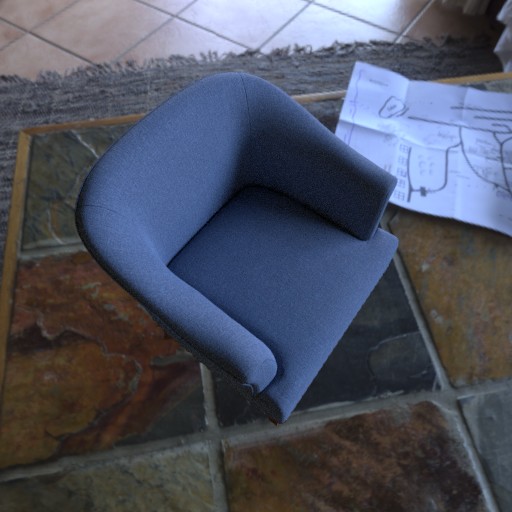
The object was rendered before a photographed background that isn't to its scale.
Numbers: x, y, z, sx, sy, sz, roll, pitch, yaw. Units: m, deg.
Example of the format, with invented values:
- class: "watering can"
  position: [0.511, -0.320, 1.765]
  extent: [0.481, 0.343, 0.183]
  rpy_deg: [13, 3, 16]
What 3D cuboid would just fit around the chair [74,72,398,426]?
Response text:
- class: "chair"
  position: [0.000, 0.000, 1.421]
  extent: [0.704, 0.815, 0.798]
  rpy_deg: [32, 63, 18]
